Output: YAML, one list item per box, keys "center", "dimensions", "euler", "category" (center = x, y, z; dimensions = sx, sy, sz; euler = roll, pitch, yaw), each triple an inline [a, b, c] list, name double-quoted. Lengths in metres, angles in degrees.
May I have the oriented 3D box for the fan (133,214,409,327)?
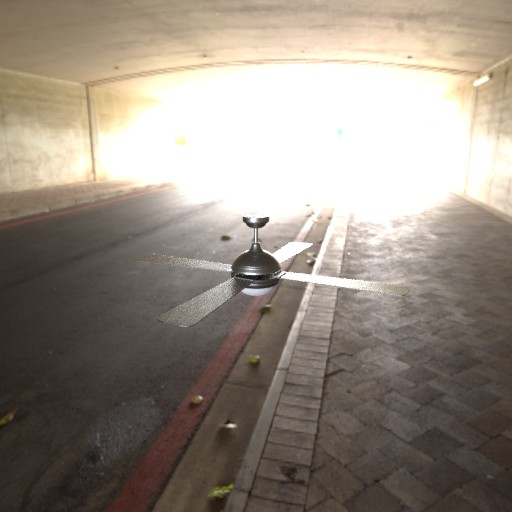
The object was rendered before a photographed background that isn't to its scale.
- center: [0.000, 0.000, 2.086]
  dimensions: [1.321, 0.381, 1.321]
  euler: [-14, 20, -43]
  category: "fan"
